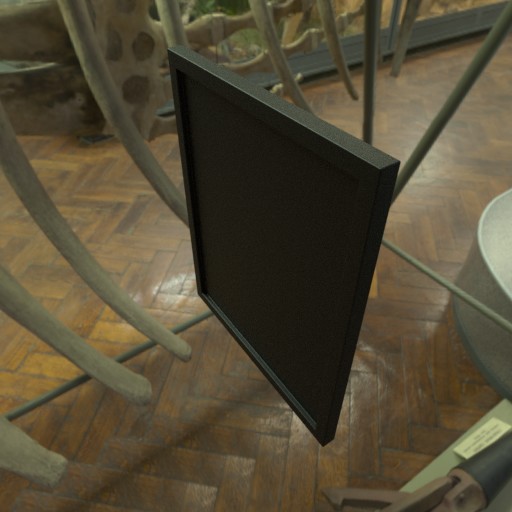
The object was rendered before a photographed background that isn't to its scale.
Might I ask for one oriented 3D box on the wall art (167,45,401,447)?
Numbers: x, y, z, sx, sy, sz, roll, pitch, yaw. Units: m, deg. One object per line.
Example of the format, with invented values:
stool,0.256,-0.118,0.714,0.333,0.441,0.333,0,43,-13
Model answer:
wall art,0.000,0.000,0.748,0.028,0.559,0.457,-24,47,-25
